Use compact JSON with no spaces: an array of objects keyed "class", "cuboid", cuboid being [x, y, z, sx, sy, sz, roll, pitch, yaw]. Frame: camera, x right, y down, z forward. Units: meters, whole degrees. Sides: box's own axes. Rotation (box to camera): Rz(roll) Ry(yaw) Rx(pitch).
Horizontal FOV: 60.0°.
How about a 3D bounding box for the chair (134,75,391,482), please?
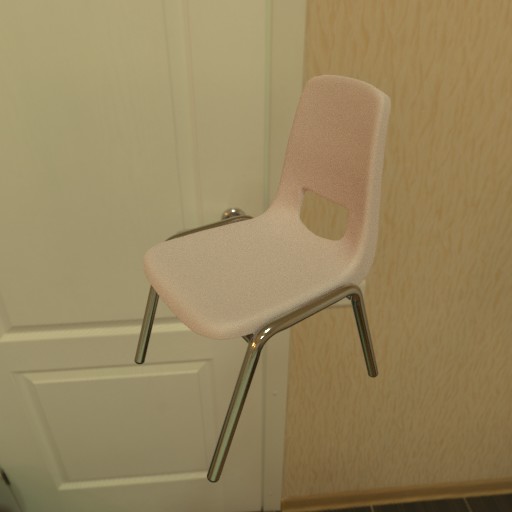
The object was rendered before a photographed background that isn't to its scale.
[{"class":"chair","cuboid":[0.000,0.000,0.819,0.423,0.586,0.354,-19,36,-29]}]
